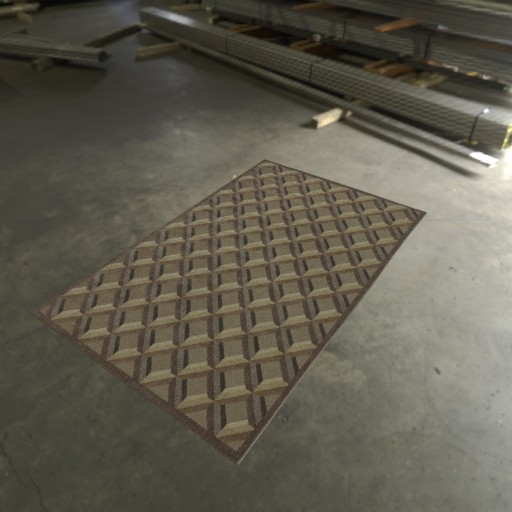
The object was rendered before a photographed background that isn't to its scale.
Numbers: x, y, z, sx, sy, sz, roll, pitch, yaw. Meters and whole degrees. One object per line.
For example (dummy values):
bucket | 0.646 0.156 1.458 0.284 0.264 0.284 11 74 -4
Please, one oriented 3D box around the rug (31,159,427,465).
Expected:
rug | 0.000 0.000 2.088 1.066 0.011 1.677 24 45 27
